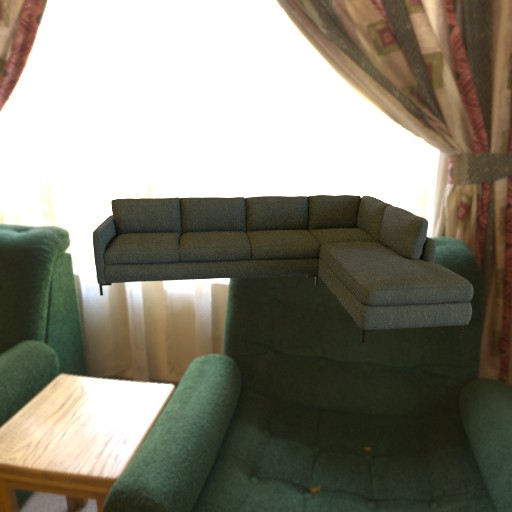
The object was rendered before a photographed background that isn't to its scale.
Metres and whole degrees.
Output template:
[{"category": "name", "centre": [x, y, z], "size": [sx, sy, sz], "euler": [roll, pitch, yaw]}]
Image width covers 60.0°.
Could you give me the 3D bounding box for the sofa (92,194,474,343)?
[{"category": "sofa", "centre": [0.000, 0.000, 3.944], "size": [2.949, 0.815, 2.007], "euler": [-2, 16, -6]}]
